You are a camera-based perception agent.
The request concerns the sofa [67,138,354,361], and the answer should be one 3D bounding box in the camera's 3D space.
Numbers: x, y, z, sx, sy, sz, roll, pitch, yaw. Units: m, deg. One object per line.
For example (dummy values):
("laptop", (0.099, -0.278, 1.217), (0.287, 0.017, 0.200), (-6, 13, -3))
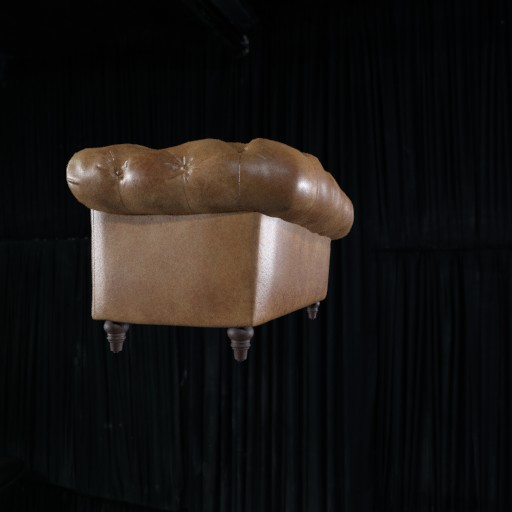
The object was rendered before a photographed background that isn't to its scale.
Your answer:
("sofa", (0.000, 0.000, 2.550), (1.042, 0.877, 1.979), (0, -2, 18))
